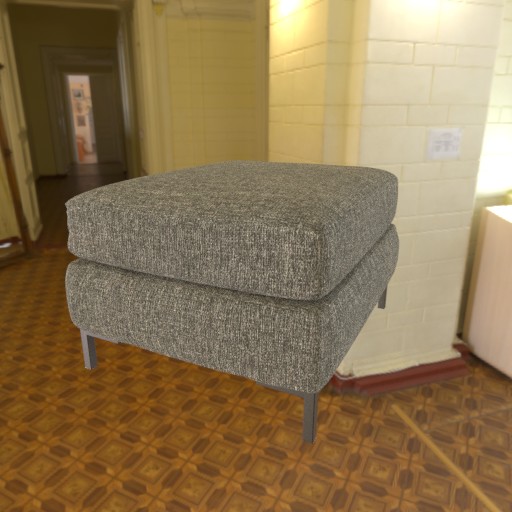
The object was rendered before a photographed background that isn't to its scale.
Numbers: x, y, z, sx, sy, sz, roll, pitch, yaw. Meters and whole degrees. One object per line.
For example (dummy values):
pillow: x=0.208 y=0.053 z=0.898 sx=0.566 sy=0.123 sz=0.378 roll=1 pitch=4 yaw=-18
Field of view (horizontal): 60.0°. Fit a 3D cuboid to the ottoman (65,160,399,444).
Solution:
ottoman: x=0.000 y=0.000 z=1.250 sx=0.683 sy=0.480 sz=0.828 roll=9 pitch=20 yaw=25
